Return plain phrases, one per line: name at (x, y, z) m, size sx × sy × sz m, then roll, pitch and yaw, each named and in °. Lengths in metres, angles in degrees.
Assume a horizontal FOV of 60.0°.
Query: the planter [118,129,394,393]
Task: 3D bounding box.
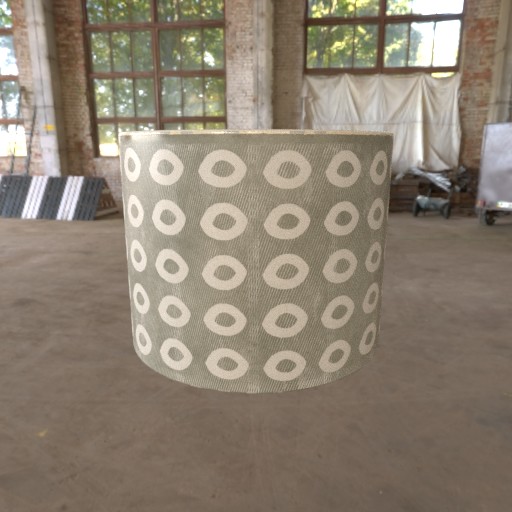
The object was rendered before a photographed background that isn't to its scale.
planter at (0.000, 0.000, 0.448) m, size 0.250 × 0.239 × 0.250 m, roll 0°, pitch 14°, yaw 0°
